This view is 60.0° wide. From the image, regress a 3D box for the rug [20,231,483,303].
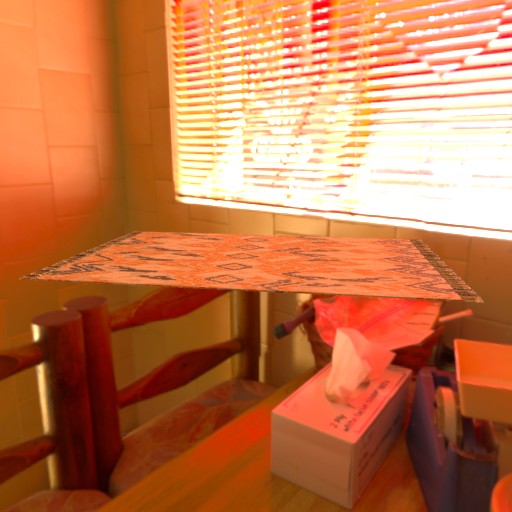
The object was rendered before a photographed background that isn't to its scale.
[{"bbox_3d":[0.000,0.000,3.005,2.428,0.010,1.533,2,13,9],"label":"rug"}]
